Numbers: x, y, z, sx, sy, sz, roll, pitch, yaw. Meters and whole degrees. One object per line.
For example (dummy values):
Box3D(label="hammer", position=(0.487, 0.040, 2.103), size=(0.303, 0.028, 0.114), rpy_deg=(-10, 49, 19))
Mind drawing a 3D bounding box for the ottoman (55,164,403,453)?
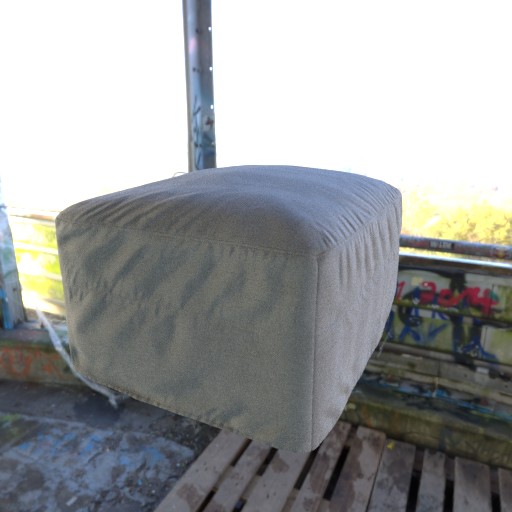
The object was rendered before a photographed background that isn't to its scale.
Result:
Box3D(label="ottoman", position=(0.000, 0.000, 1.235), size=(0.683, 0.481, 0.837), rpy_deg=(8, 18, 26))
